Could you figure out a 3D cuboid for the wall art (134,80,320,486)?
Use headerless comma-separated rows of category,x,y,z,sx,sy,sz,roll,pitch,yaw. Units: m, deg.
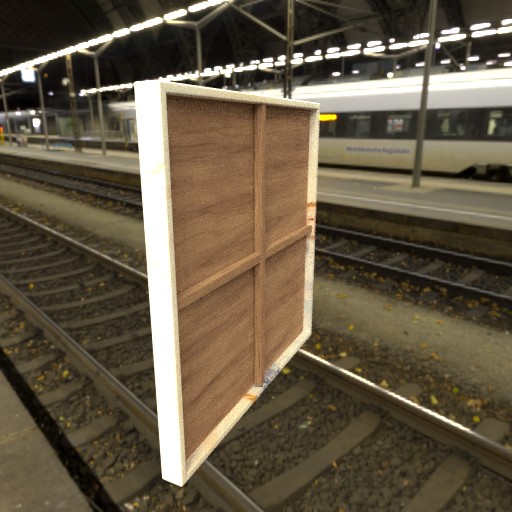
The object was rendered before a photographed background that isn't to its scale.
wall art,0.000,0.000,1.559,0.071,1.061,1.061,8,18,25
